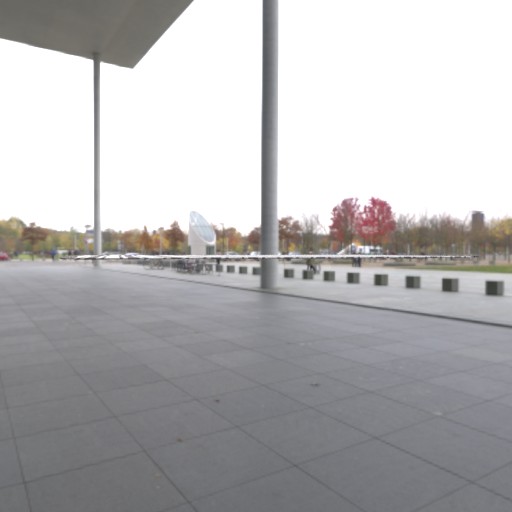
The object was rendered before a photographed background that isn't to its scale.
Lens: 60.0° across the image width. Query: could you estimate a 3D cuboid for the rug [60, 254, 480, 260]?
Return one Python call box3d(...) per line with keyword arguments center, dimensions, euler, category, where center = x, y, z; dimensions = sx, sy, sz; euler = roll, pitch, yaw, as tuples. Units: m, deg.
box3d(center=(0.000, 0.000, 3.117), dimensions=(2.425, 0.014, 1.563), euler=(0, 1, -18), category="rug")
